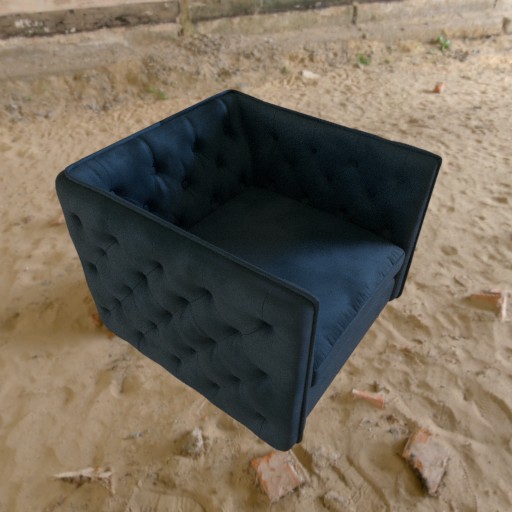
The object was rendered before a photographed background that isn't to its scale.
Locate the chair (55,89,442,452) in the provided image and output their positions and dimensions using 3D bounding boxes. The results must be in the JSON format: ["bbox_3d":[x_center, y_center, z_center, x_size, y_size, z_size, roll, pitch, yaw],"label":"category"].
[{"bbox_3d":[0.000,0.000,1.556,0.877,0.771,0.868,26,48,27],"label":"chair"}]
